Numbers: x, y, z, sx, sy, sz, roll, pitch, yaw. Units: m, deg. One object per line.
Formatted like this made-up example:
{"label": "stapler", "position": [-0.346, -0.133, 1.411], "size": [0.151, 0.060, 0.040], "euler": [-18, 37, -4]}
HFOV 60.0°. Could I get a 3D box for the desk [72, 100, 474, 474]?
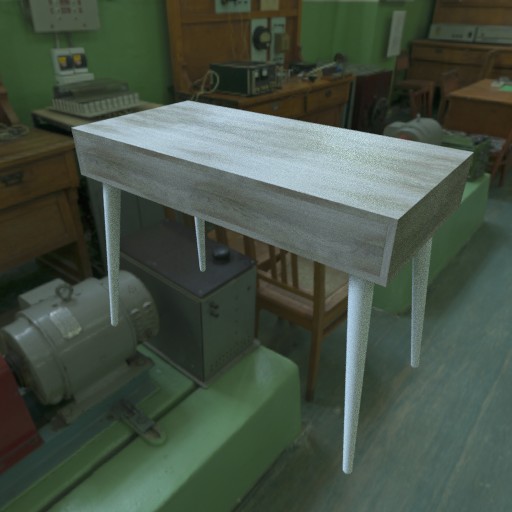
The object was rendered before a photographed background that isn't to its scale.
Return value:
{"label": "desk", "position": [0.000, 0.000, 1.361], "size": [0.979, 0.723, 0.491], "euler": [22, 37, 32]}
